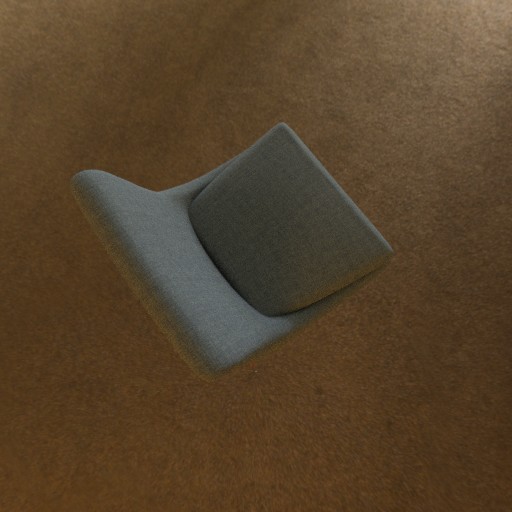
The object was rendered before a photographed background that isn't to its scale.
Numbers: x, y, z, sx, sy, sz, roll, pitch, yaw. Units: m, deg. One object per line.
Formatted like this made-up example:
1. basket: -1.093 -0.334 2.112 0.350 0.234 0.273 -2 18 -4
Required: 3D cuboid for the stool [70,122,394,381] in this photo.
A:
1. stool: 0.000 0.000 1.171 0.524 0.895 0.467 -36 78 -9
